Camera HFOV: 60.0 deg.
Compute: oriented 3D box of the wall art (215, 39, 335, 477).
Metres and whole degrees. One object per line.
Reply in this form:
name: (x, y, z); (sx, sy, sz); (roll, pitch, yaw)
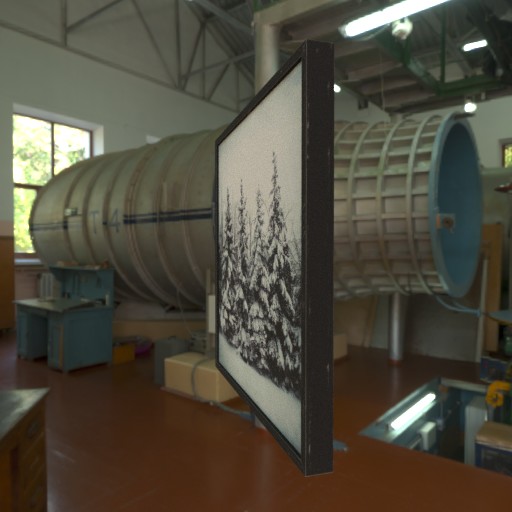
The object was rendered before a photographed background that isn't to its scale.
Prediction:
wall art: (0.000, 0.000, 0.758); (0.036, 0.506, 0.506); (0, 1, -17)
